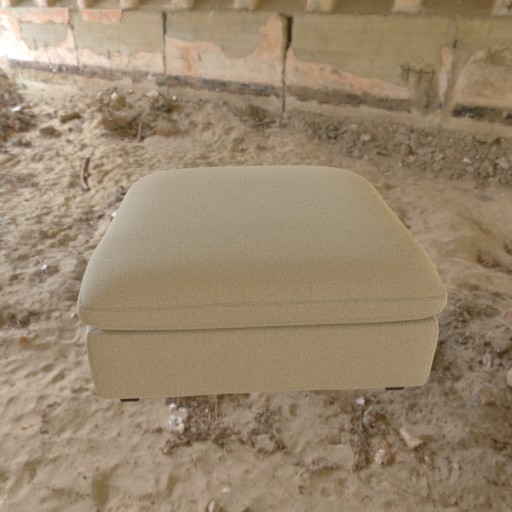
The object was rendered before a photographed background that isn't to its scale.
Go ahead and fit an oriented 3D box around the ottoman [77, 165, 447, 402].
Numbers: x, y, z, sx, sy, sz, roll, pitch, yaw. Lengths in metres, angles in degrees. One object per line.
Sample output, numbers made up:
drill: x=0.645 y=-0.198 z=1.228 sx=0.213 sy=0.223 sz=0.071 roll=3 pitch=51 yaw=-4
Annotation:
ottoman: x=0.000 y=0.000 z=1.582 sx=0.996 sy=0.467 sz=0.977 roll=-2 pitch=29 yaw=-3
